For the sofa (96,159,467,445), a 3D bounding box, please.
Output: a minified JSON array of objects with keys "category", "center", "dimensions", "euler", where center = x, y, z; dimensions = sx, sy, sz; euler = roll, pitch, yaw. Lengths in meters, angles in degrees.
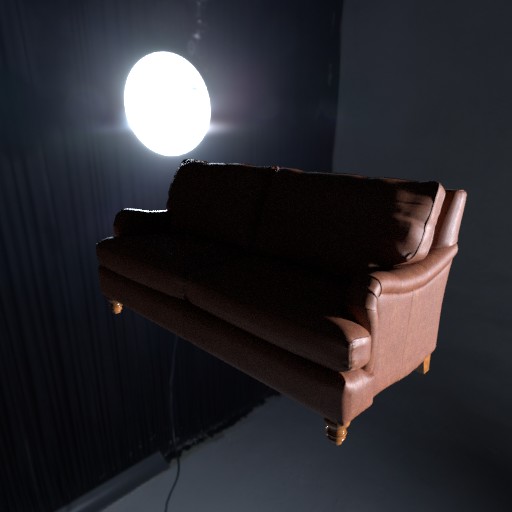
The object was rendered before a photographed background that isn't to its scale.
[{"category":"sofa","center":[0.000,0.000,2.765],"dimensions":[2.144,1.071,1.147],"euler":[16,23,42]}]
